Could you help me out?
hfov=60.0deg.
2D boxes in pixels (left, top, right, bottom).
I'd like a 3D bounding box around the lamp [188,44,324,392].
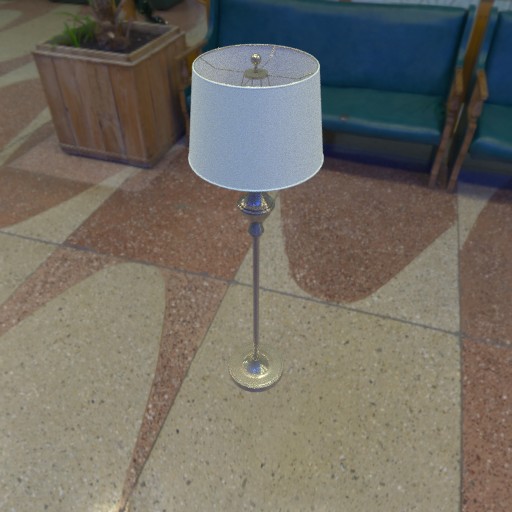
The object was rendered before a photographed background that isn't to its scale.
[{"bbox_3d":[0.000,0.000,1.711,0.431,1.488,0.431,0,42,0],"label":"lamp"}]
